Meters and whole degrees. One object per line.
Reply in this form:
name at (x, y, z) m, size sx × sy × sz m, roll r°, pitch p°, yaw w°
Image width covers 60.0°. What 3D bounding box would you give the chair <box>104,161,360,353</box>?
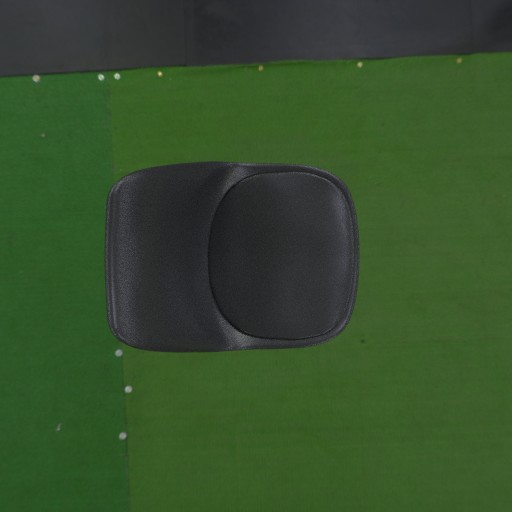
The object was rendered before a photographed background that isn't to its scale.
chair at (0.000, 0.000, 1.173) m, size 0.525 × 0.850 × 0.461 m, roll 0°, pitch 91°, yaw 0°
